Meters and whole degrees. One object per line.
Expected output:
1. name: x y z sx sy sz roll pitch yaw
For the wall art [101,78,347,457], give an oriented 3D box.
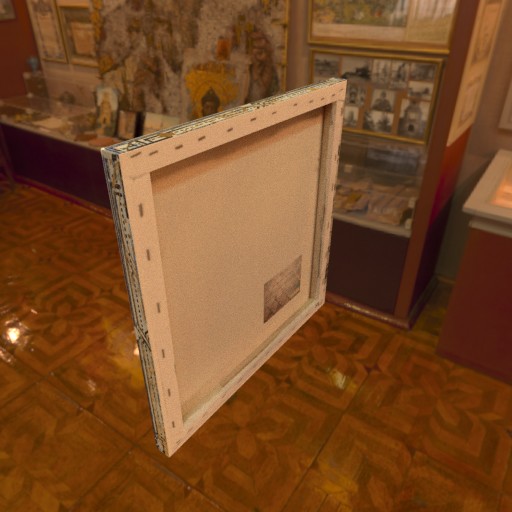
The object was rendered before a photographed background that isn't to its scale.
1. wall art: 0.000 0.000 0.916 0.036 0.607 0.609 21 38 31
